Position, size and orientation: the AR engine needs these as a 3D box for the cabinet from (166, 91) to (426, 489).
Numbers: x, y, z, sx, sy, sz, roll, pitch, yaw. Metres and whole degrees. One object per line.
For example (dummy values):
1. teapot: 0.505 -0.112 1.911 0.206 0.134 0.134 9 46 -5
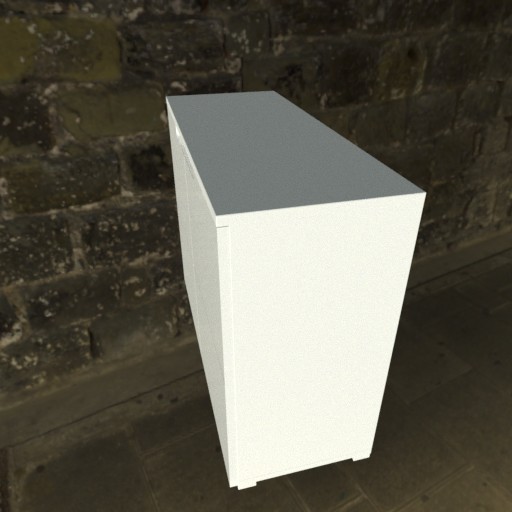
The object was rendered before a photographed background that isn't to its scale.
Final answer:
1. cabinet: 0.000 0.000 1.408 0.400 0.800 1.000 -8 32 -12
